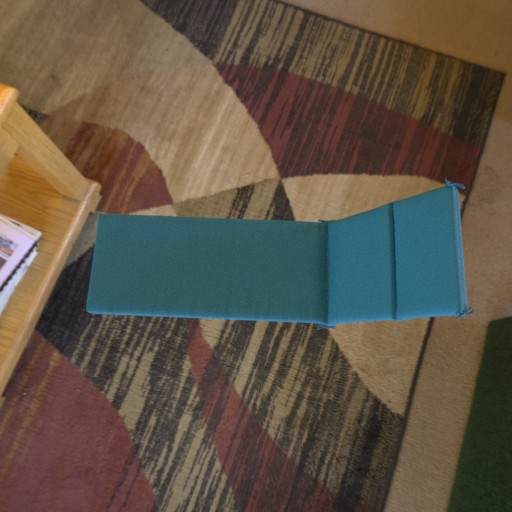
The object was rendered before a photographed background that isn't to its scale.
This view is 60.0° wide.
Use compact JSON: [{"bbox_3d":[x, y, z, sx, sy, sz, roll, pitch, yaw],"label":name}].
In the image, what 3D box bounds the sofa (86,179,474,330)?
[{"bbox_3d":[0.000,0.000,1.995,1.663,0.622,0.582,2,76,1],"label":"sofa"}]
